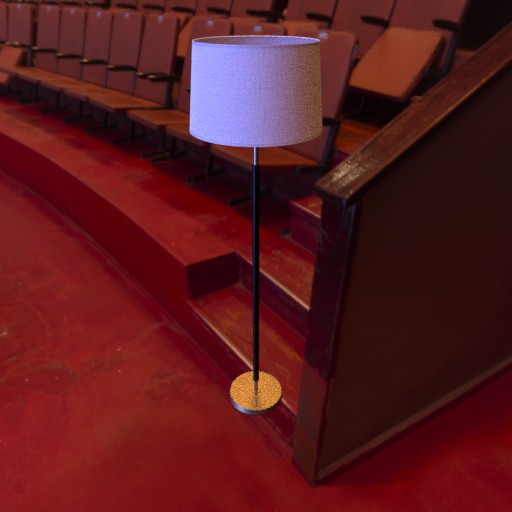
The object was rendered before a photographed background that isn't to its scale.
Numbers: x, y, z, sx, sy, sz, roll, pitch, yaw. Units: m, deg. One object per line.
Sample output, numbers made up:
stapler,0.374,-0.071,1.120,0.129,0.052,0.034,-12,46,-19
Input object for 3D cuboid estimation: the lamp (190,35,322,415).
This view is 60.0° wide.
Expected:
lamp,0.000,0.000,1.647,0.420,1.447,0.420,0,30,0
